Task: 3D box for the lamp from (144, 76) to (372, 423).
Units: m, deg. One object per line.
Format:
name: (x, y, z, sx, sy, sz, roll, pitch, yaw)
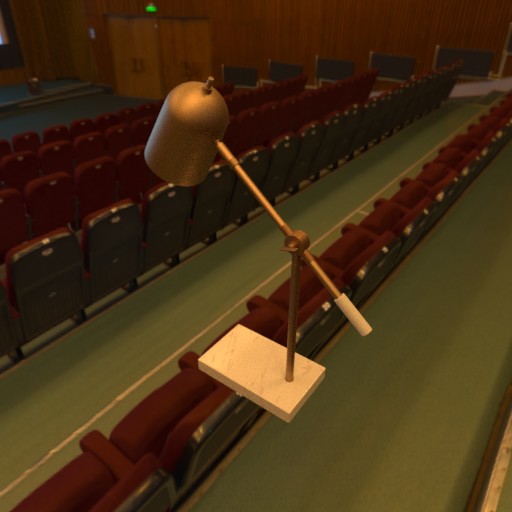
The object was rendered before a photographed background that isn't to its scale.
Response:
lamp: (0.000, 0.000, 0.816, 0.471, 0.603, 0.144, 22, 39, 30)
